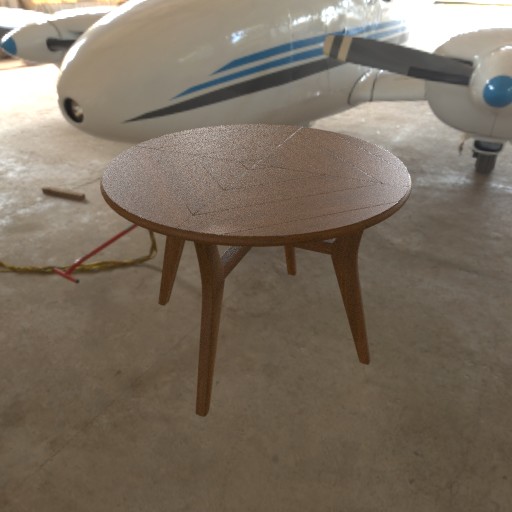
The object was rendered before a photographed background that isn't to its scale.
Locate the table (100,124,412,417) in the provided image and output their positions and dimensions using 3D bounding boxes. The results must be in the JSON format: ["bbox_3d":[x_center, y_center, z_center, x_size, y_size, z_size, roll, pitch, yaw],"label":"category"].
[{"bbox_3d":[0.000,0.000,1.756,1.055,0.757,1.055,0,32,0],"label":"table"}]
